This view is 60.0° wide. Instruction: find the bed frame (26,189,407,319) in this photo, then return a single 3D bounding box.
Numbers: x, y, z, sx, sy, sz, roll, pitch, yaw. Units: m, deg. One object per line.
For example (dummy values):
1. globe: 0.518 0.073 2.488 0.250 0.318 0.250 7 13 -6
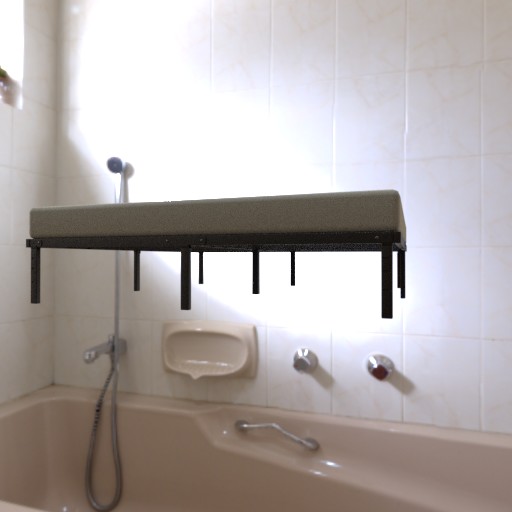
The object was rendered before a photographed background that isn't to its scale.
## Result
1. bed frame: 0.000 0.000 3.940 2.526 0.680 2.635 0 0 19
